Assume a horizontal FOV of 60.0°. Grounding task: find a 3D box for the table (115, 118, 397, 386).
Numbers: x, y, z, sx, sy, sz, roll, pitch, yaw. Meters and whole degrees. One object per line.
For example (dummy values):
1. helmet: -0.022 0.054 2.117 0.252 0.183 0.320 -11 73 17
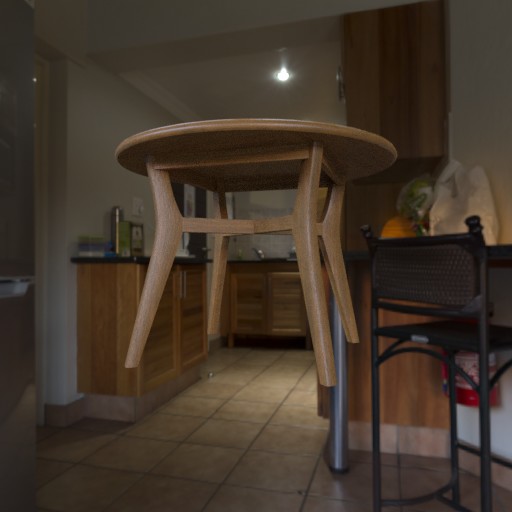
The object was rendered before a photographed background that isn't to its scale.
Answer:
1. table: 0.000 0.000 1.739 1.055 0.757 1.055 0 0 0
